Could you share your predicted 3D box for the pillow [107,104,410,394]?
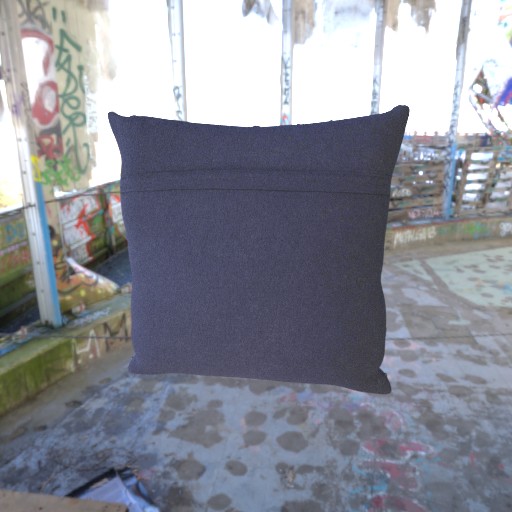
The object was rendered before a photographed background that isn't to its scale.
[{"bbox_3d":[0.000,0.000,0.683,0.439,0.440,0.183,2,16,7],"label":"pillow"}]
